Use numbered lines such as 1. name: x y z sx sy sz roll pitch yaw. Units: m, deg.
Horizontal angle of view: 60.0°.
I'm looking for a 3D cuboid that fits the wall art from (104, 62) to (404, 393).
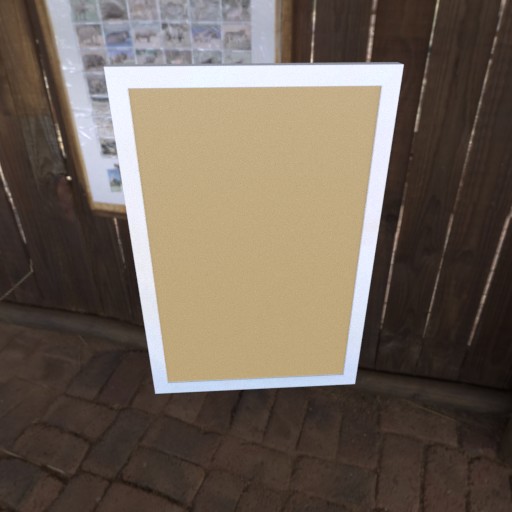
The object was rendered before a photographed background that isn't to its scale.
1. wall art: 0.000 0.000 1.146 0.612 0.915 0.039 -2 30 -3
